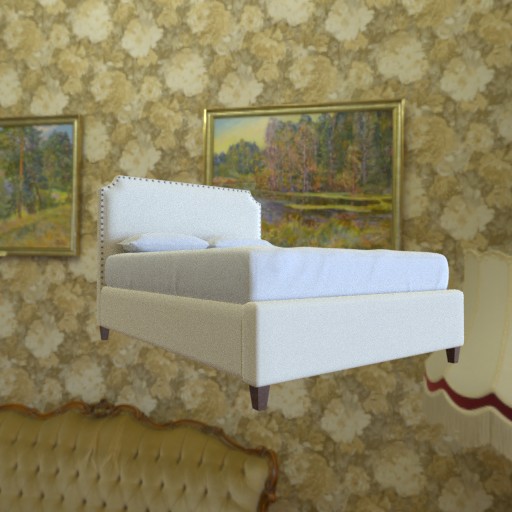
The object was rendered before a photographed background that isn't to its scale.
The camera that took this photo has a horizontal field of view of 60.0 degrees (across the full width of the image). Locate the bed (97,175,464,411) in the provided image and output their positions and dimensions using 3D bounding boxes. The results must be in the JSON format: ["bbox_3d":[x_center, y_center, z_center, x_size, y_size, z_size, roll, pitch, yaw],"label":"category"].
[{"bbox_3d":[0.000,0.000,3.354,1.703,1.415,2.329,1,-1,-36],"label":"bed"}]
